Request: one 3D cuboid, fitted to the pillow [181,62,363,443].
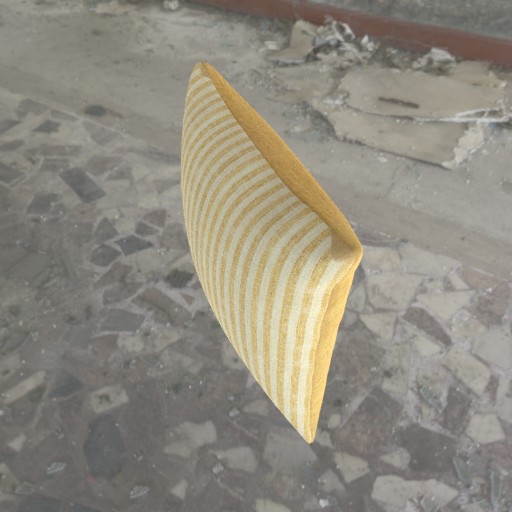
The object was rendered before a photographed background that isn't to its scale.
[{"bbox_3d":[0.000,0.000,0.644,0.173,0.407,0.419,-17,49,-16],"label":"pillow"}]
